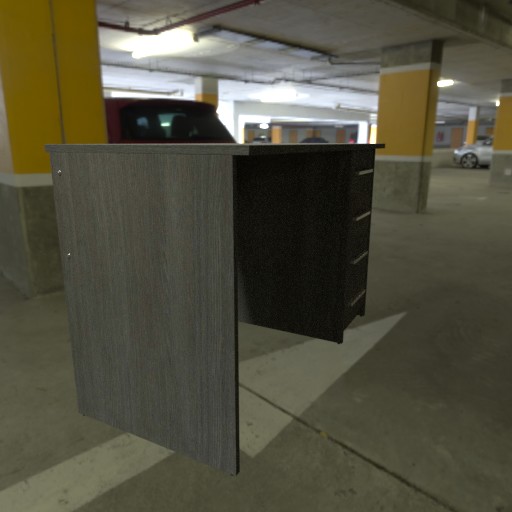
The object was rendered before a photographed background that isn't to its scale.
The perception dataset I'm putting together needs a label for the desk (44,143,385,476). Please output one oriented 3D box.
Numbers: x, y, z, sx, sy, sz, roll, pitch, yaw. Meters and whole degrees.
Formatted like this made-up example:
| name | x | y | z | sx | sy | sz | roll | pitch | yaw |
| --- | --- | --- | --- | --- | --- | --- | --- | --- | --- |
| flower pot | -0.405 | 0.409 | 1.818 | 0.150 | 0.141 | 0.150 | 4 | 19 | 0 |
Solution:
| name | x | y | z | sx | sy | sz | roll | pitch | yaw |
| --- | --- | --- | --- | --- | --- | --- | --- | --- | --- |
| desk | 0.000 | 0.000 | 1.487 | 0.560 | 0.730 | 1.096 | 8 | 16 | 27 |
